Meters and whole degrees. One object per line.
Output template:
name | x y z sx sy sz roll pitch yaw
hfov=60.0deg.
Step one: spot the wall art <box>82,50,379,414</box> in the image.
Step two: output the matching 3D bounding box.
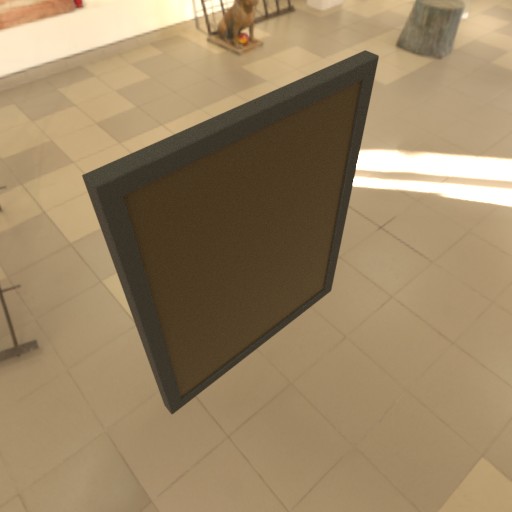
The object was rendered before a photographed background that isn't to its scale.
wall art | 0.000 0.000 0.758 0.457 0.558 0.028 -33 56 -26
